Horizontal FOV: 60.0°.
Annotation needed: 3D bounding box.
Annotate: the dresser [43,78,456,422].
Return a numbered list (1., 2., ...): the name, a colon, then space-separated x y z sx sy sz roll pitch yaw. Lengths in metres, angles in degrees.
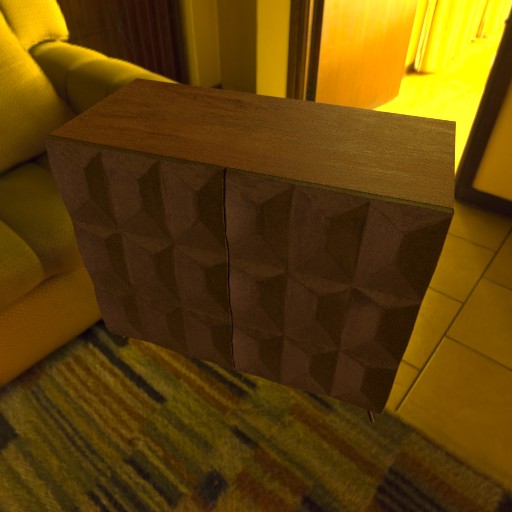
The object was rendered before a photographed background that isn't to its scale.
1. dresser: 0.000 0.000 1.400 0.967 0.847 0.446 13 43 14
